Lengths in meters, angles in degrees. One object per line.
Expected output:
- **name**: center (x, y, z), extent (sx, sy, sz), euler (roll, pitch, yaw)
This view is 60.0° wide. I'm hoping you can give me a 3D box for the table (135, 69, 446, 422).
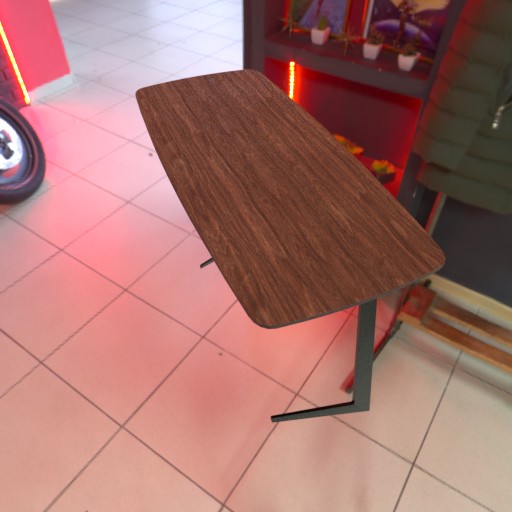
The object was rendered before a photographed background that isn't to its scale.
- **table**: center (0.000, 0.000, 1.094), extent (0.361, 0.576, 0.804), euler (-17, 48, -16)
